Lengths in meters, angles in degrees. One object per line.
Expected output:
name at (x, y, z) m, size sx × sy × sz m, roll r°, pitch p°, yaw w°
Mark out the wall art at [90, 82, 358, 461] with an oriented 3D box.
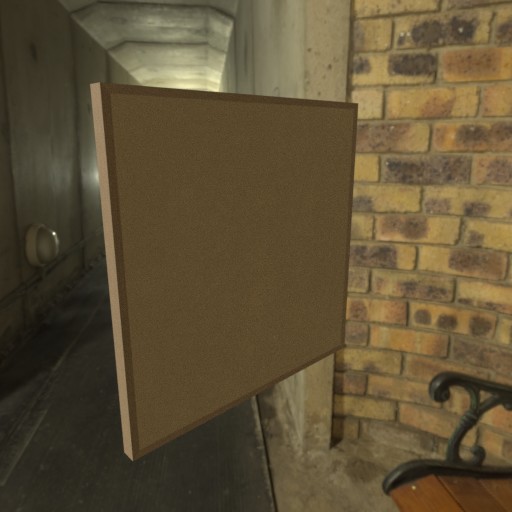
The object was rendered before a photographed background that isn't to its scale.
wall art at (0.000, 0.000, 1.113) m, size 0.761 × 0.758 × 0.038 m, roll -14°, pitch 21°, yaw -42°
